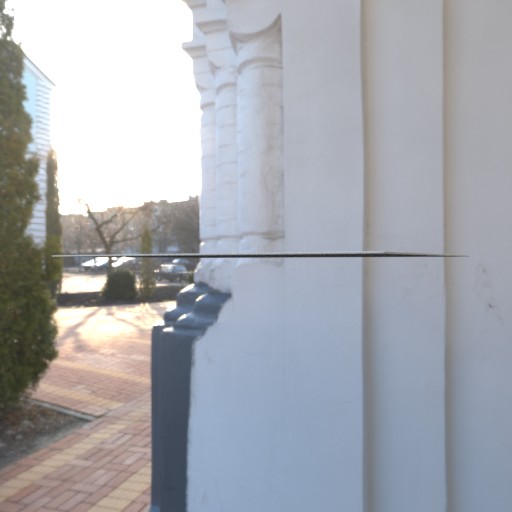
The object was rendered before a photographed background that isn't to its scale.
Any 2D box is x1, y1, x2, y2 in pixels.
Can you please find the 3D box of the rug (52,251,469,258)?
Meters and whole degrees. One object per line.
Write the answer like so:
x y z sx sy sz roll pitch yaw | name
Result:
0.000 0.000 2.331 1.828 0.007 1.220 0 -1 36 | rug
